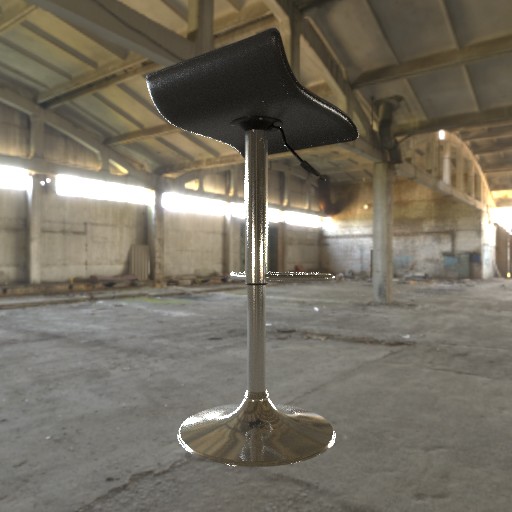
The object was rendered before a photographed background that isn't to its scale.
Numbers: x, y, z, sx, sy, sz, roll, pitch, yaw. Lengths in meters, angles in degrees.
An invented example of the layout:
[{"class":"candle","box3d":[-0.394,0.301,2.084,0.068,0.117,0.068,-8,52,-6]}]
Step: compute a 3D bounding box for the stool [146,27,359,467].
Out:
[{"class":"stool","box3d":[0.000,0.000,1.082,0.381,0.851,0.381,0,-1,36]}]
